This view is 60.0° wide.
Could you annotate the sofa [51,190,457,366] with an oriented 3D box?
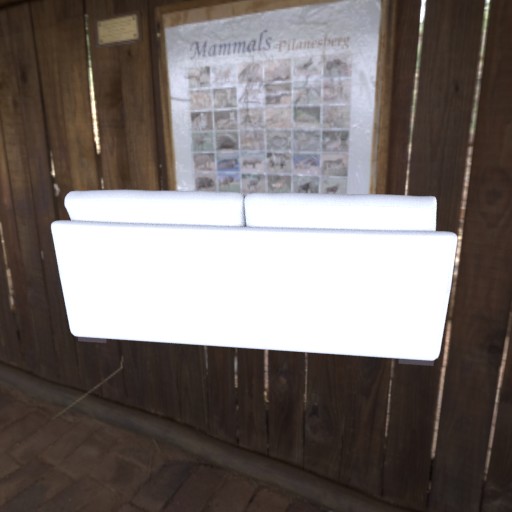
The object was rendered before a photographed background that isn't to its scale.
[{"bbox_3d":[0.000,0.000,2.940,2.261,0.940,1.143,2,15,8],"label":"sofa"}]
